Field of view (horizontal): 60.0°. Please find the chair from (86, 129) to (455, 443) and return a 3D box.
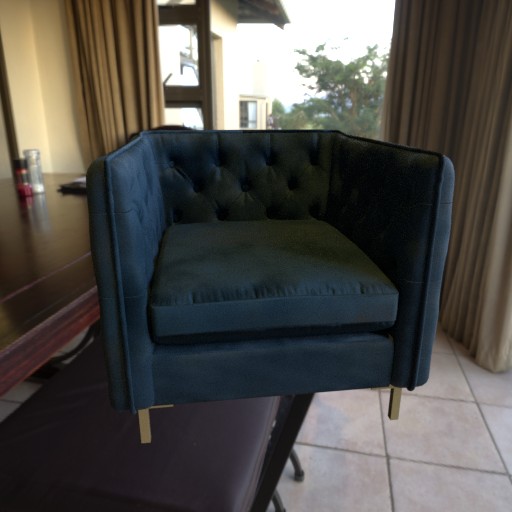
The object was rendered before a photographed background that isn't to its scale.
[{"bbox_3d":[0.000,0.000,1.466,0.868,0.771,0.877,-2,19,-7],"label":"chair"}]
